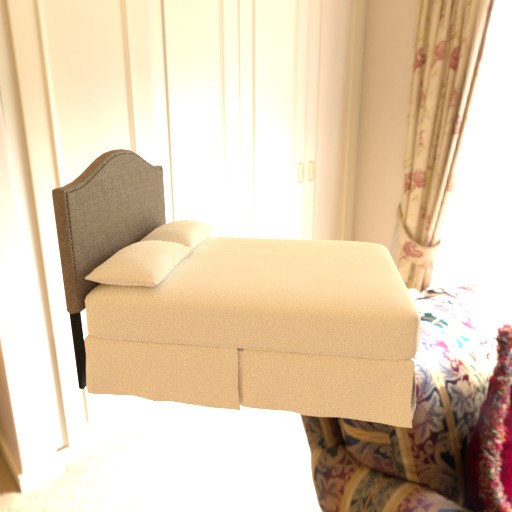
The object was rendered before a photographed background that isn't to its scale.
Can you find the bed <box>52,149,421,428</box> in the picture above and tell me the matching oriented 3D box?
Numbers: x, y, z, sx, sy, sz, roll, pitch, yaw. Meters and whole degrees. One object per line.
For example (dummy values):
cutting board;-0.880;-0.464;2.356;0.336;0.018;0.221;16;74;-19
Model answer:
bed;0.000;0.000;3.277;2.153;1.518;1.713;2;16;8
